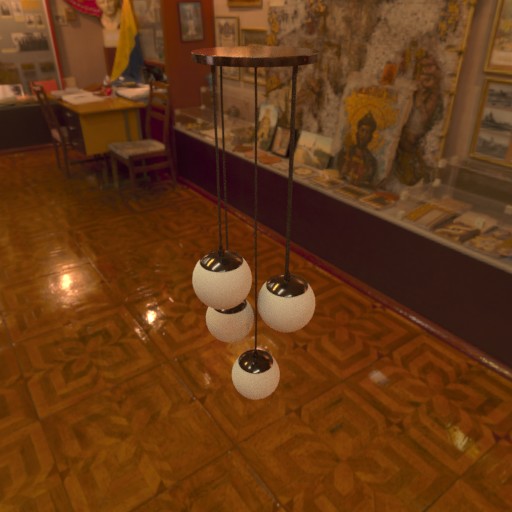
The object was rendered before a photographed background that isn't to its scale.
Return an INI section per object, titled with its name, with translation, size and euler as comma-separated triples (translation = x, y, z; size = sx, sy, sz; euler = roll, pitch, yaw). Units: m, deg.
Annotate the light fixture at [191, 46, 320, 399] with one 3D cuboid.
[light fixture]
translation = 0.000, 0.000, 1.508
size = 0.489, 1.271, 0.484
euler = -18, 34, -29
